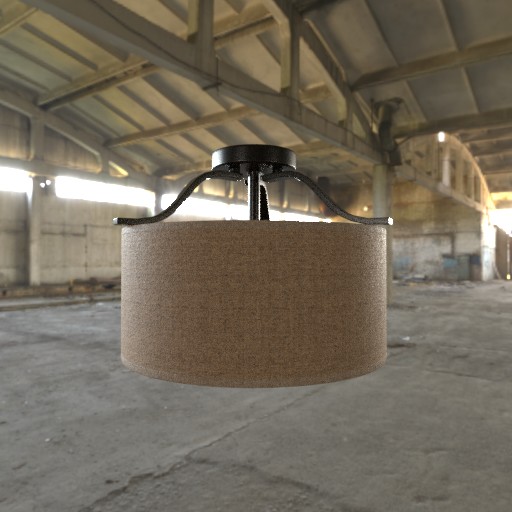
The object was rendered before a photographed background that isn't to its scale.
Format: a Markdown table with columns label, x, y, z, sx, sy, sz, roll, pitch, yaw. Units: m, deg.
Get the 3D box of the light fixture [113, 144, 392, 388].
| label | x | y | z | sx | sy | sz | roll | pitch | yaw |
| --- | --- | --- | --- | --- | --- | --- | --- | --- | --- |
| light fixture | 0.000 | 0.000 | 0.665 | 0.390 | 0.306 | 0.390 | 0 | -1 | 0 |
